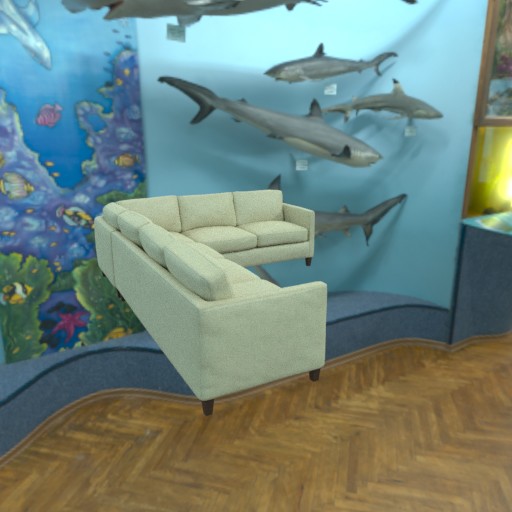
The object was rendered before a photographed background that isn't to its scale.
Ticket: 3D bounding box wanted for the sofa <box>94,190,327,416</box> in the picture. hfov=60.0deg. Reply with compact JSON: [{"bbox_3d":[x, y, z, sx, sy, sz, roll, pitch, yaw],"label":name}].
[{"bbox_3d":[0.000,0.000,4.489,2.593,0.947,3.302,-8,17,-28],"label":"sofa"}]
